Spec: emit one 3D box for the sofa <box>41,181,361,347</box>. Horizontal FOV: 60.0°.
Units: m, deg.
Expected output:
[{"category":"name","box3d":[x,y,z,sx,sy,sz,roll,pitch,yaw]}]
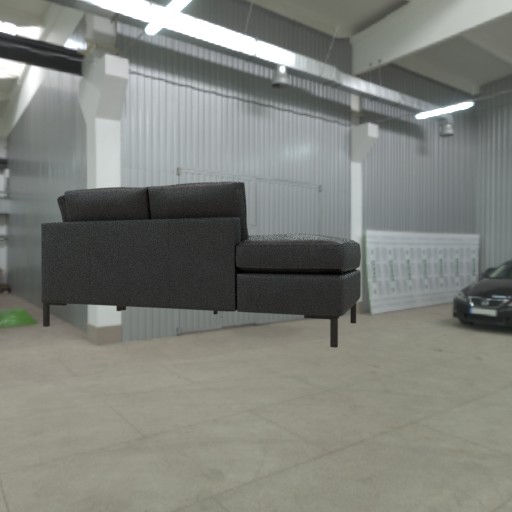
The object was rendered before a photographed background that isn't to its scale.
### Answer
[{"category":"sofa","box3d":[0.000,0.000,3.890,1.938,0.877,2.984,0,1,19]}]
